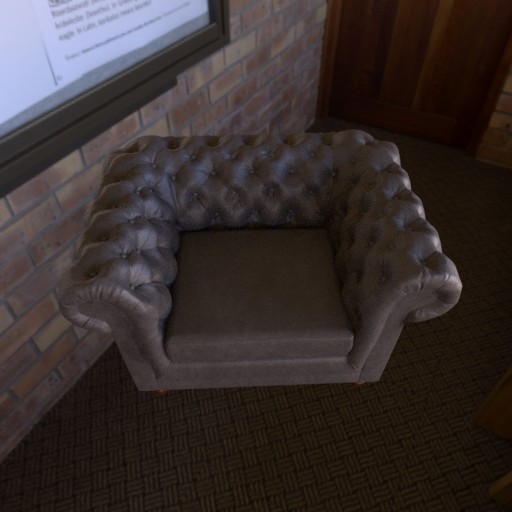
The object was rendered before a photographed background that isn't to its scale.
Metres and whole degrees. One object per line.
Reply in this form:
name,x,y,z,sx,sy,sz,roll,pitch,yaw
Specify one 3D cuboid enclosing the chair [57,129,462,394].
chair,0.000,0.000,1.906,1.298,0.780,0.943,-2,46,-2
